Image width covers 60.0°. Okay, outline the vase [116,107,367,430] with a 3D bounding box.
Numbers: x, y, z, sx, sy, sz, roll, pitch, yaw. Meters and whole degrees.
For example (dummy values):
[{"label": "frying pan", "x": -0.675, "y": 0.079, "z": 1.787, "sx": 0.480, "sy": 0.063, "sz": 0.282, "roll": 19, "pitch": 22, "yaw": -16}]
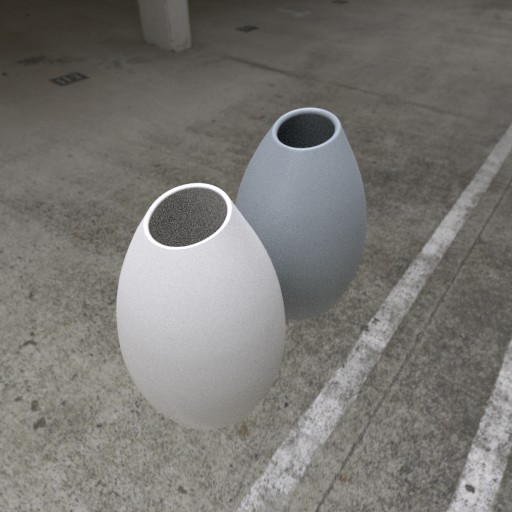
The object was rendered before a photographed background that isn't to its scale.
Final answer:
[{"label": "vase", "x": 0.000, "y": 0.000, "z": 0.261, "sx": 0.089, "sy": 0.131, "sz": 0.187, "roll": 26, "pitch": 49, "yaw": 25}]
